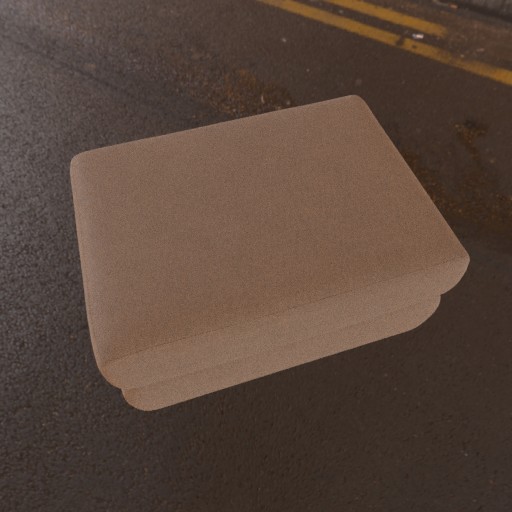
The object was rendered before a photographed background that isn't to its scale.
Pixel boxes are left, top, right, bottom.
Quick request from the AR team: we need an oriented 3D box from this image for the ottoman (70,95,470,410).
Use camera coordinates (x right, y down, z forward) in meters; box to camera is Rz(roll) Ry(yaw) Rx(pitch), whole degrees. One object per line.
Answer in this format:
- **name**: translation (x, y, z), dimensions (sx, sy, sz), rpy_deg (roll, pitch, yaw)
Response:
- **ottoman**: translation (0.000, 0.000, 1.134), dimensions (0.773, 0.504, 0.569), rpy_deg (-15, 58, -9)
